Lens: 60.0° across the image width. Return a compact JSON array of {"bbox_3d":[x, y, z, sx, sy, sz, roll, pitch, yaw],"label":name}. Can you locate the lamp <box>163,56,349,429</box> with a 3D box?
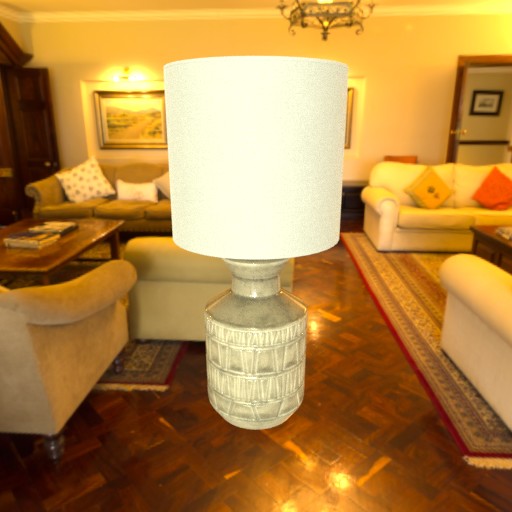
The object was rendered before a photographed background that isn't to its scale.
[{"bbox_3d":[0.000,0.000,0.581,0.211,0.455,0.211,16,23,42],"label":"lamp"}]
